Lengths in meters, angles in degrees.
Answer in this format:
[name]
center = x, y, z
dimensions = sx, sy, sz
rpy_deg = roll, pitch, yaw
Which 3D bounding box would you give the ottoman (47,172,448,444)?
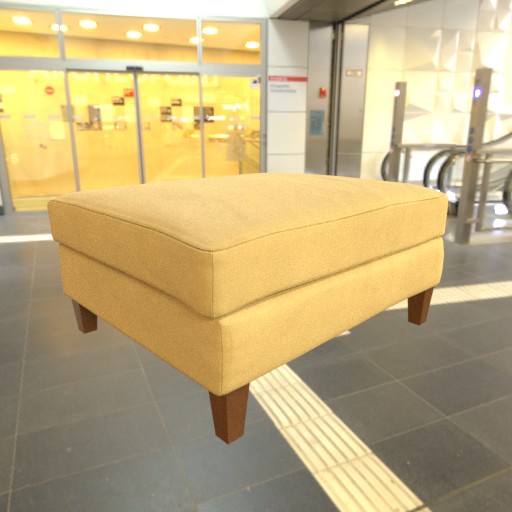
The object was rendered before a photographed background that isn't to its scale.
[ottoman]
center = 0.000, 0.000, 1.434
dimensions = 1.002, 0.492, 0.836
rpy_deg = -15, 22, -41
